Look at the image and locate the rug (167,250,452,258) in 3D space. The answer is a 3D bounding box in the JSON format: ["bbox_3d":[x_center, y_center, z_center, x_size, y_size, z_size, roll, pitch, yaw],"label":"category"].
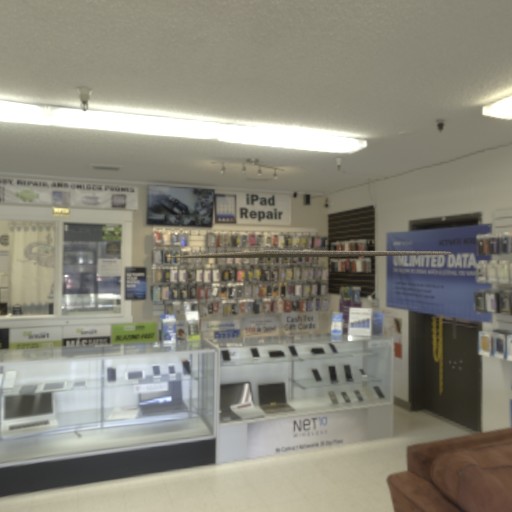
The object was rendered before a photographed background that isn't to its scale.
[{"bbox_3d":[0.000,0.000,2.729,0.769,0.012,2.448,0,-1,-19],"label":"rug"}]
